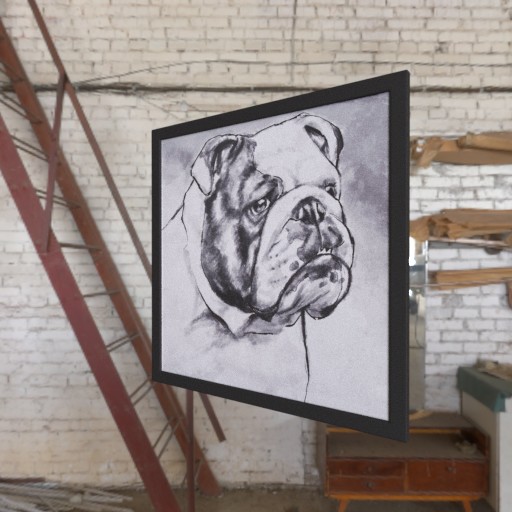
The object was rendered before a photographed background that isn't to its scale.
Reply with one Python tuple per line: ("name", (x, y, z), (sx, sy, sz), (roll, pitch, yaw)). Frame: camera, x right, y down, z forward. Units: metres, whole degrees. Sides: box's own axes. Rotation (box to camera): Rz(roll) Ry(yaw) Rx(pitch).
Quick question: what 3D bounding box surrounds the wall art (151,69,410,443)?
("wall art", (0.000, 0.000, 0.829), (0.562, 0.558, 0.012), (0, 0, 35))
